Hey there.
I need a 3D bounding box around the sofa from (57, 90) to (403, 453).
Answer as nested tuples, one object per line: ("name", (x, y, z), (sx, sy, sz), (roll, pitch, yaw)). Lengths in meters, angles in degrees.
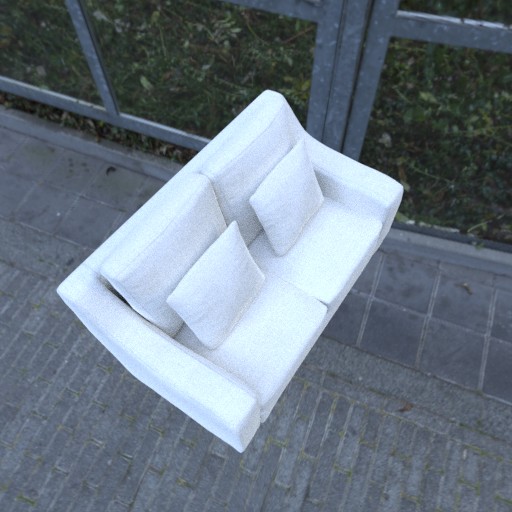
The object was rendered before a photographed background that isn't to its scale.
("sofa", (0.000, 0.000, 2.492), (1.040, 1.047, 1.744), (31, 63, 18))
